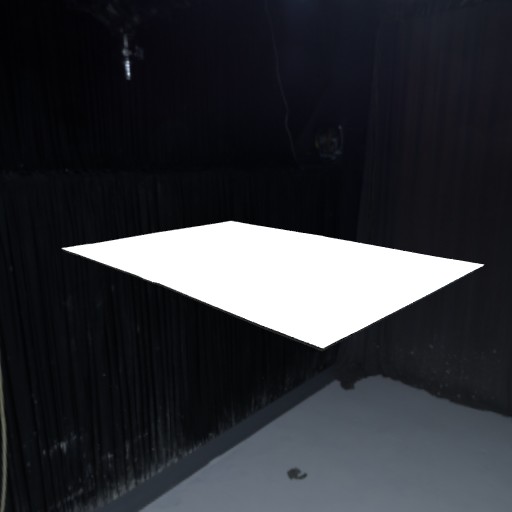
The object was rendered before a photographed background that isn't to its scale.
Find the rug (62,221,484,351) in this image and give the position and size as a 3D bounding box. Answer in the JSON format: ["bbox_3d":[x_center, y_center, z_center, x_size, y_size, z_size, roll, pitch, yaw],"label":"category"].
[{"bbox_3d":[0.000,0.000,3.639,2.032,0.038,2.869,-13,19,-43],"label":"rug"}]
